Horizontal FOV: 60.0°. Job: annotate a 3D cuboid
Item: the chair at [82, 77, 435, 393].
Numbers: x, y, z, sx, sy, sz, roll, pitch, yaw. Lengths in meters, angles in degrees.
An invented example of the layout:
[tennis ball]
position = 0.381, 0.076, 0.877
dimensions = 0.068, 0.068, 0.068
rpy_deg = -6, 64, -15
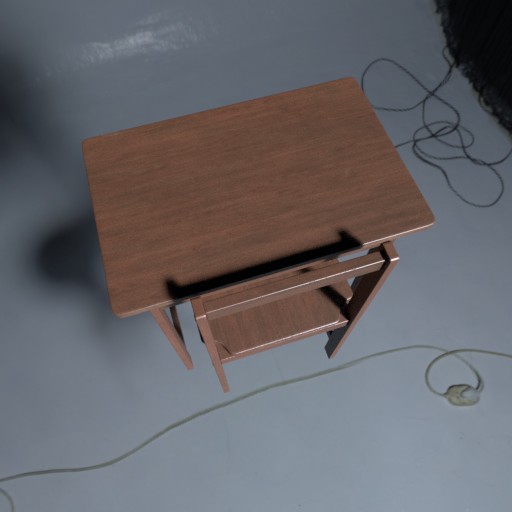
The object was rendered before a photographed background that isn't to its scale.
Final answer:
[chair]
position = 0.000, 0.000, 1.082
dimensions = 0.599, 0.673, 0.463
rpy_deg = -16, 65, -8
